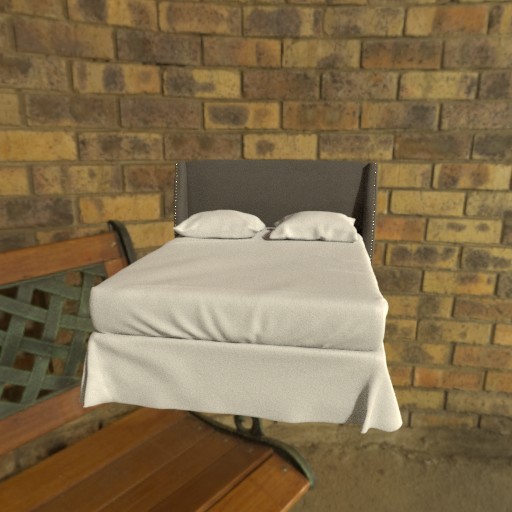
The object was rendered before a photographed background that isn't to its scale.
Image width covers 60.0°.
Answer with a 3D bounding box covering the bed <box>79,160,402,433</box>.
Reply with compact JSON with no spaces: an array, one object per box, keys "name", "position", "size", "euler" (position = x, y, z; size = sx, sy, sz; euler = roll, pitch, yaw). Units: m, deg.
[{"name":"bed","position":[0.000,0.000,3.330],"size":[1.925,1.332,2.276],"euler":[2,14,9]}]
